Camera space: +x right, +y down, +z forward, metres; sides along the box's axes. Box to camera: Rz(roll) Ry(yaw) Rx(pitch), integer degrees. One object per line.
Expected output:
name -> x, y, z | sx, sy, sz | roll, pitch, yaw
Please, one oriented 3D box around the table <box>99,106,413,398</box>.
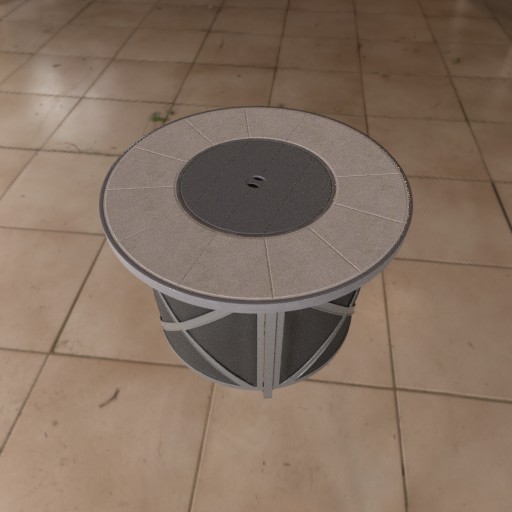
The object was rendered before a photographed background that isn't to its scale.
table -> 0.000, 0.000, 1.564 | 0.914, 0.650, 0.914 | 0, 47, 0
